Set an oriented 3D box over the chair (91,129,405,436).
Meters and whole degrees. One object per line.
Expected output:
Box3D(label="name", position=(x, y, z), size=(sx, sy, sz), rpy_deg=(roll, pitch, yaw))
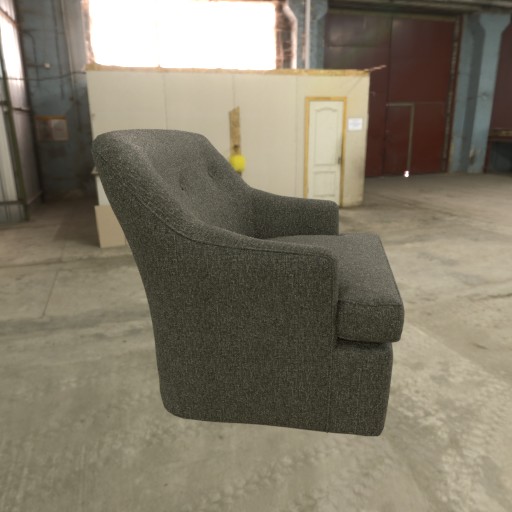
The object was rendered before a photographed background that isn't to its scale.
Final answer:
Box3D(label="chair", position=(0.000, 0.000, 1.557), size=(0.923, 0.856, 0.864), rpy_deg=(3, 17, 10))
